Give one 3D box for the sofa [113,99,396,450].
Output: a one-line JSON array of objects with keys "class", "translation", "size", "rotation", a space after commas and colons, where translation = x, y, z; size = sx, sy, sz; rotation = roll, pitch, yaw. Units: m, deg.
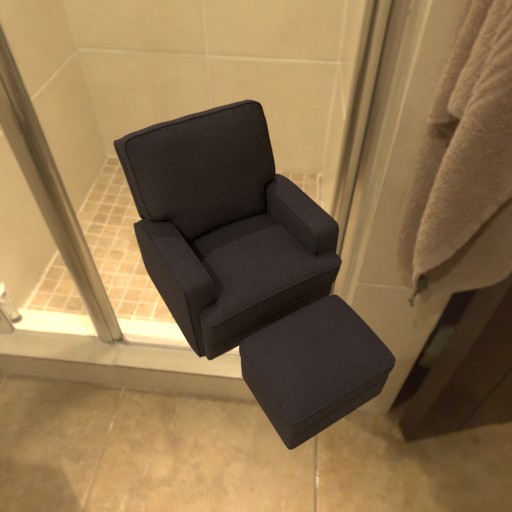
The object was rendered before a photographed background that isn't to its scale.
[{"class": "sofa", "translation": [0.000, 0.000, 2.121], "size": [0.861, 0.959, 1.472], "rotation": [-24, 51, -21]}]
